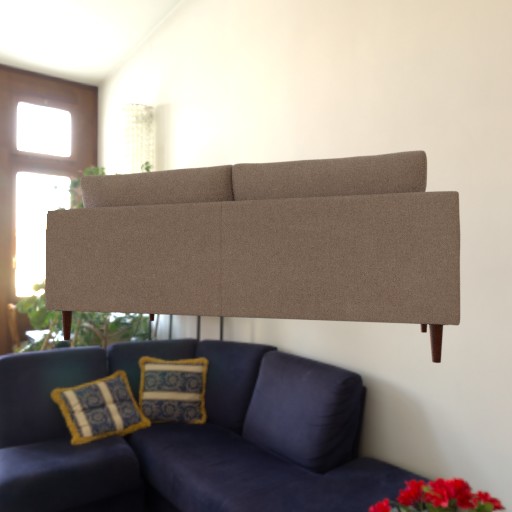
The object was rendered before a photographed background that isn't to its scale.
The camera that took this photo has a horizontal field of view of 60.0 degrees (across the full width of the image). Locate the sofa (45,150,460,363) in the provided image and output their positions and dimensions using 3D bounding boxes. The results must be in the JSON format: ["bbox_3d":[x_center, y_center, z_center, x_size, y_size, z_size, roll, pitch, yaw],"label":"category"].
[{"bbox_3d":[0.000,0.000,2.431,1.948,0.868,1.020,0,-1,18],"label":"sofa"}]
